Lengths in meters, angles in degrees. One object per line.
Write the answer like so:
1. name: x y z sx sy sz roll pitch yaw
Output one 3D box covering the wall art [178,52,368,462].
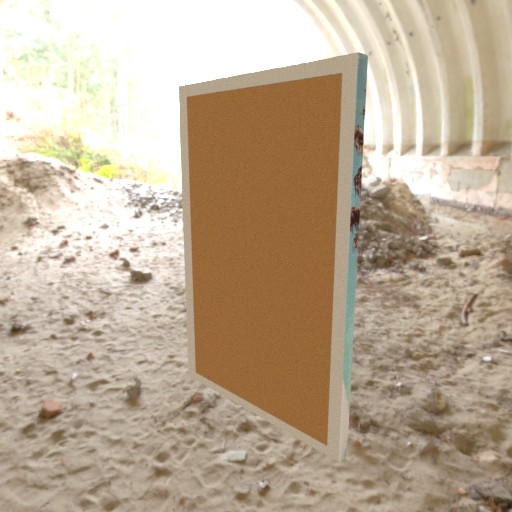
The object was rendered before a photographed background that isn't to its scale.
1. wall art: 0.000 0.000 1.181 0.037 0.915 0.605 -12 18 -43
